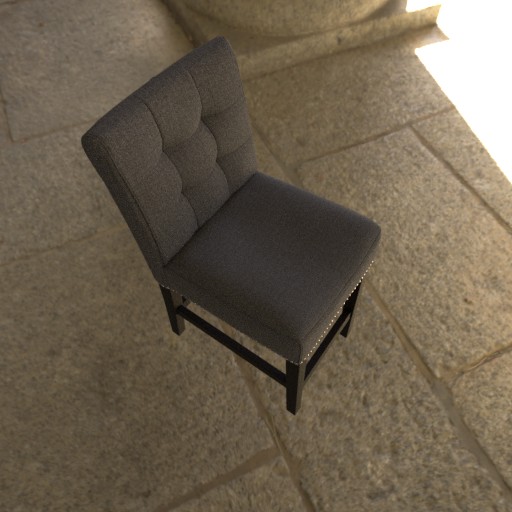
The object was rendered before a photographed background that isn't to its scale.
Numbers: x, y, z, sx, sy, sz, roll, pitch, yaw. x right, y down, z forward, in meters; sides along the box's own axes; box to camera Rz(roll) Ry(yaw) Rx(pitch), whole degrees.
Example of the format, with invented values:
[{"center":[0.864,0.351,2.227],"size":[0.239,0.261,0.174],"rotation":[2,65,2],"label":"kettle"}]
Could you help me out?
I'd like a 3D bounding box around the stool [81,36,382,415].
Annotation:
[{"center":[0.000,0.000,1.200],"size":[0.571,0.885,0.427],"rotation":[31,62,19],"label":"stool"}]
